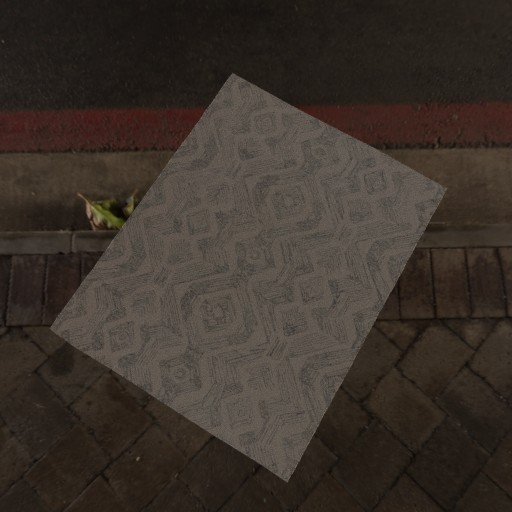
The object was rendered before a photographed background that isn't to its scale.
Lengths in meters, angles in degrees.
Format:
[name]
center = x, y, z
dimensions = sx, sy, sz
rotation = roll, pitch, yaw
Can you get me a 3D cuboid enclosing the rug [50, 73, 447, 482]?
[rug]
center = 0.000, 0.000, 4.078
dimensions = 2.430, 0.030, 3.054
rotation = 31, 78, 7
